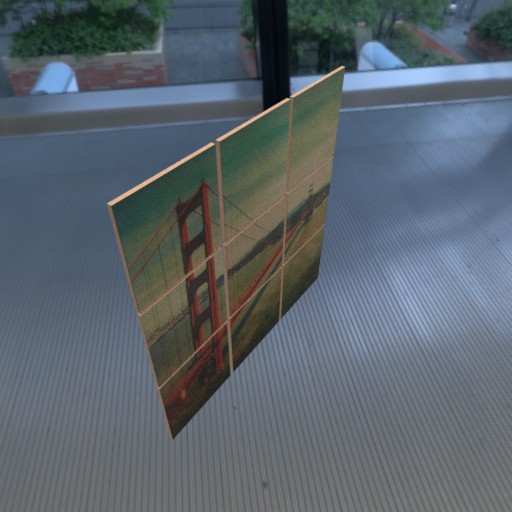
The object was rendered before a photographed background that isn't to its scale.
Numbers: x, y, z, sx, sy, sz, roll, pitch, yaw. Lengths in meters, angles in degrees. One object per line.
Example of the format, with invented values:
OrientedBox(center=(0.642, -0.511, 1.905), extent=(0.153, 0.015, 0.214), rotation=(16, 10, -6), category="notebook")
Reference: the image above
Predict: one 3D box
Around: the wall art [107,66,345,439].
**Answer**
OrientedBox(center=(0.000, 0.000, 1.395), extent=(0.012, 0.910, 0.917), rotation=(26, 48, 26), category="wall art")
